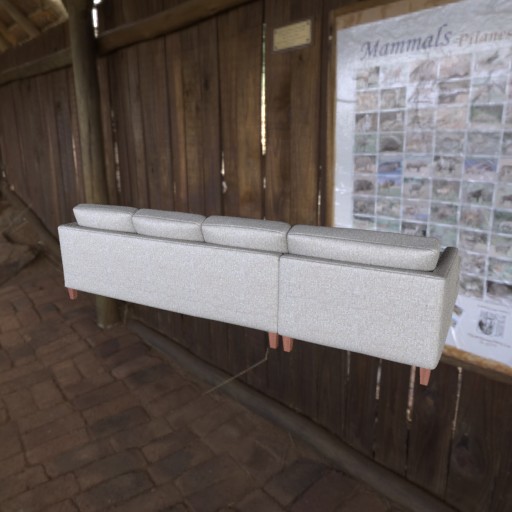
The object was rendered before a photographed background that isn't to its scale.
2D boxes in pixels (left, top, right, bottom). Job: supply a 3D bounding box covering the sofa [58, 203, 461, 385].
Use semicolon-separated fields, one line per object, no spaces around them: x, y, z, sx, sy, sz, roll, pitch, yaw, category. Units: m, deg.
0.000;0.000;3.833;3.201;0.876;1.502;8;17;27;sofa
